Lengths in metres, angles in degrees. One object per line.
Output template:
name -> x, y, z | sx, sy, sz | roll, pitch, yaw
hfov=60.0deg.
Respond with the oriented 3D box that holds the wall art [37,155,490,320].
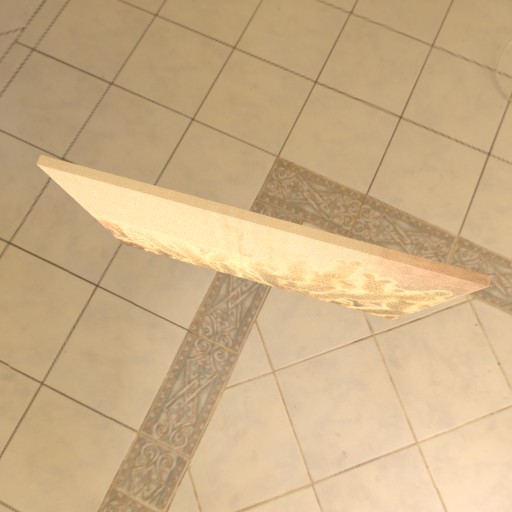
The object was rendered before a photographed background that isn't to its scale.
wall art -> 0.000, 0.000, 1.931 | 1.525, 1.012, 0.038 | 15, 76, 4
